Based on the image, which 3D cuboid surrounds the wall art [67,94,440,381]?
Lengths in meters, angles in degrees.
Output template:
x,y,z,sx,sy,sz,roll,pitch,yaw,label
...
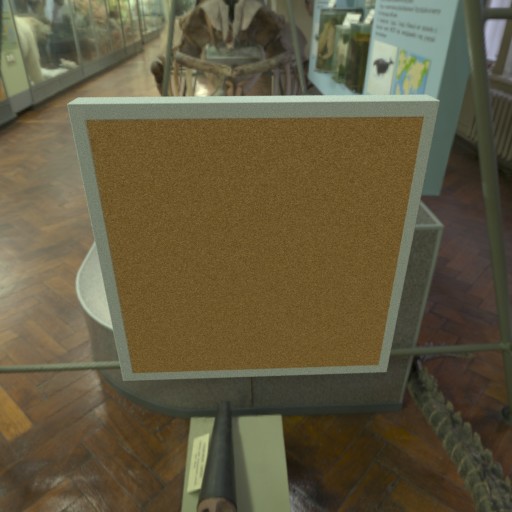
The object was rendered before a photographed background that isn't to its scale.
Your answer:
x,y,z,sx,sy,sz,roll,pitch,yaw,label
0.000,0.000,0.599,0.406,0.406,0.038,-1,30,-2,wall art
